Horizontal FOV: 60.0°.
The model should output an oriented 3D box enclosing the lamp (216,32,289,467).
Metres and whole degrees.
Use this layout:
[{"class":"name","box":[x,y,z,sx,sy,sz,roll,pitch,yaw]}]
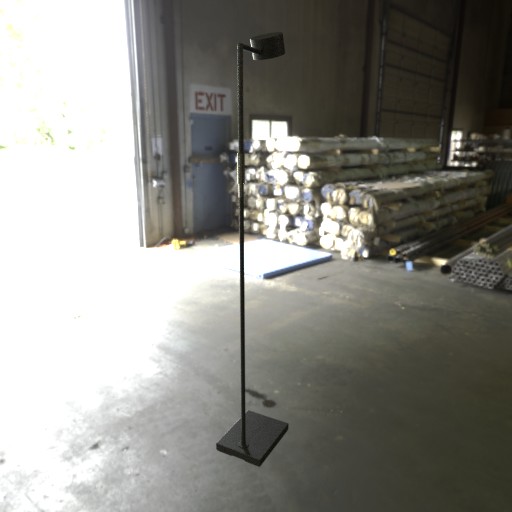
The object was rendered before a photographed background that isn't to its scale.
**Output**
[{"class":"lamp","box":[0.000,0.000,1.685,0.203,1.600,0.304,8,17,28]}]
